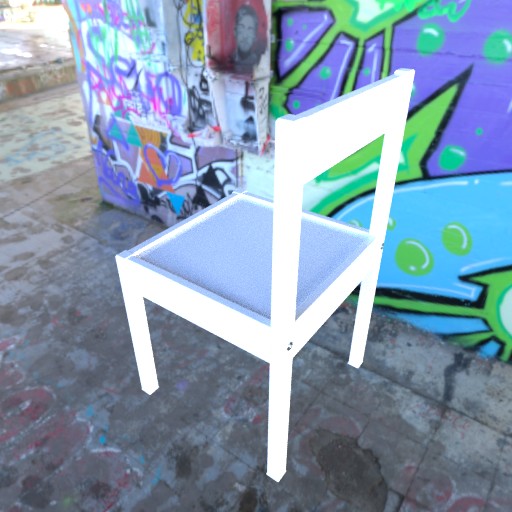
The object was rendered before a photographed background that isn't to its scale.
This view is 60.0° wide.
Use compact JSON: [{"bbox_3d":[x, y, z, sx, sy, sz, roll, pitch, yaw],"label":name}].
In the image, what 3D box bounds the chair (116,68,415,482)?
[{"bbox_3d":[0.000,0.000,0.656,0.285,0.505,0.285,21,38,30],"label":"chair"}]
